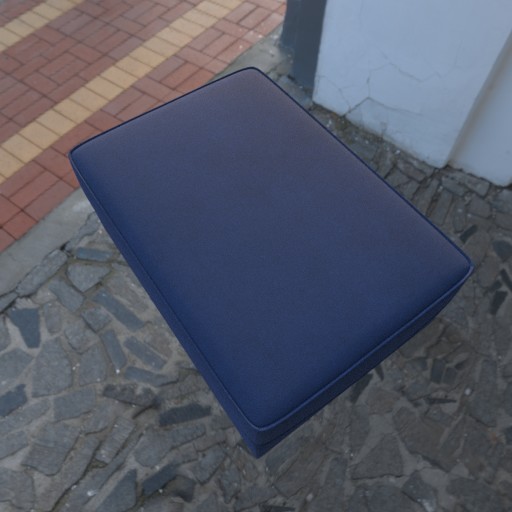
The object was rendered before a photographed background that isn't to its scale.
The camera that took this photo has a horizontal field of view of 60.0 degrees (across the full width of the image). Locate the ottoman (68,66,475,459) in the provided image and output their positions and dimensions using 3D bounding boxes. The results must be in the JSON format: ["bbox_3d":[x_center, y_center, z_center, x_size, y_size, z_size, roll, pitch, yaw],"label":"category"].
[{"bbox_3d":[0.000,0.000,1.383,0.686,0.584,0.965,-32,65,-17],"label":"ottoman"}]
